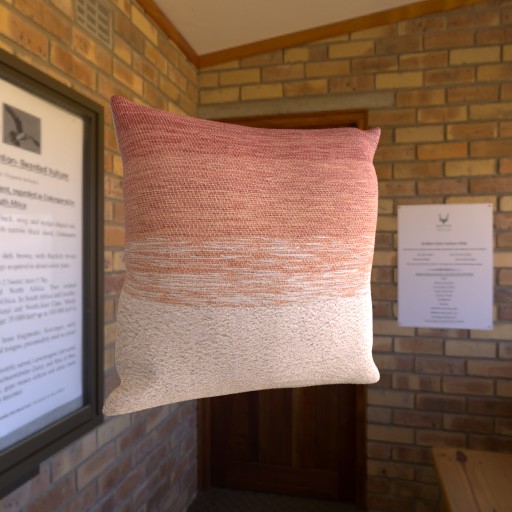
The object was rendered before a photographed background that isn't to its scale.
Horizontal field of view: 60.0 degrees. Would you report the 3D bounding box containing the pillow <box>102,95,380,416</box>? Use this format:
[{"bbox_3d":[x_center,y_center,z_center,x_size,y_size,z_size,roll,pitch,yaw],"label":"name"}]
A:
[{"bbox_3d":[0.000,0.000,0.670,0.440,0.441,0.182,0,0,-18],"label":"pillow"}]
